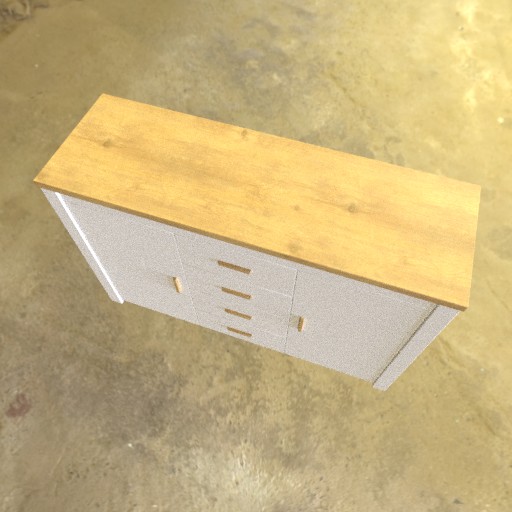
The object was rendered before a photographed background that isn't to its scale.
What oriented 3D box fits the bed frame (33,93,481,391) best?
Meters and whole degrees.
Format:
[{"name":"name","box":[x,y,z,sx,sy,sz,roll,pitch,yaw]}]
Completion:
[{"name":"bed frame","box":[0.000,0.000,1.715,1.300,0.850,0.430,16,60,10]}]
